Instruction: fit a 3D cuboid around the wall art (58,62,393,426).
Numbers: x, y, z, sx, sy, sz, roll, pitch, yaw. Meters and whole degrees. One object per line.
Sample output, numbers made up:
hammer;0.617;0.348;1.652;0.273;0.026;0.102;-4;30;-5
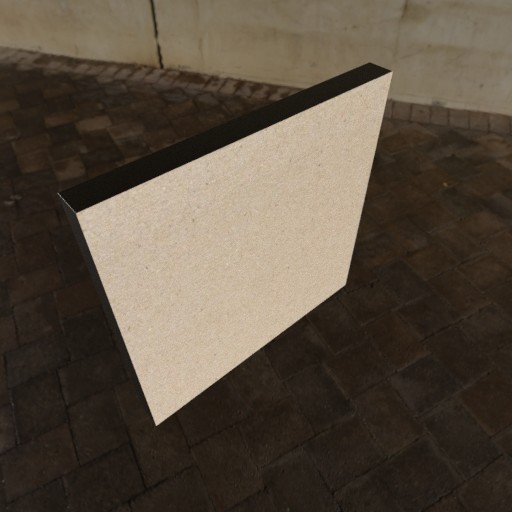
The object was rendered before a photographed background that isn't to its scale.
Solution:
wall art;0.000;0.000;0.478;0.327;0.318;0.029;-32;53;-27
